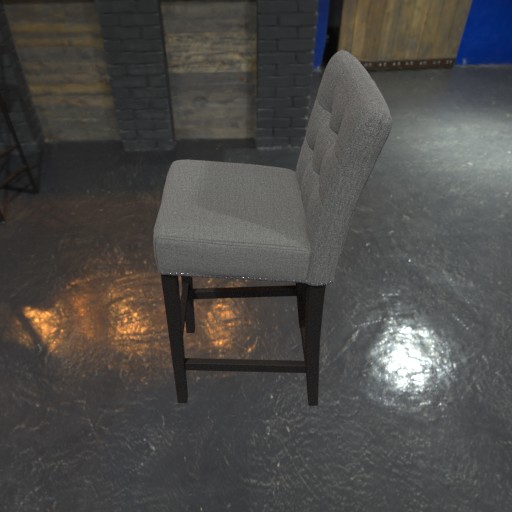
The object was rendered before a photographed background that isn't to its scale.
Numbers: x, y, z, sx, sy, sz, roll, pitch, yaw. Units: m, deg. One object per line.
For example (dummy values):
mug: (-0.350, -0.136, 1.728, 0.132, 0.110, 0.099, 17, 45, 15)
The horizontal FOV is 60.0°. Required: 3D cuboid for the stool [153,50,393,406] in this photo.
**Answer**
stool: (0.000, 0.000, 1.320, 0.548, 1.047, 0.411, -1, 41, -1)
